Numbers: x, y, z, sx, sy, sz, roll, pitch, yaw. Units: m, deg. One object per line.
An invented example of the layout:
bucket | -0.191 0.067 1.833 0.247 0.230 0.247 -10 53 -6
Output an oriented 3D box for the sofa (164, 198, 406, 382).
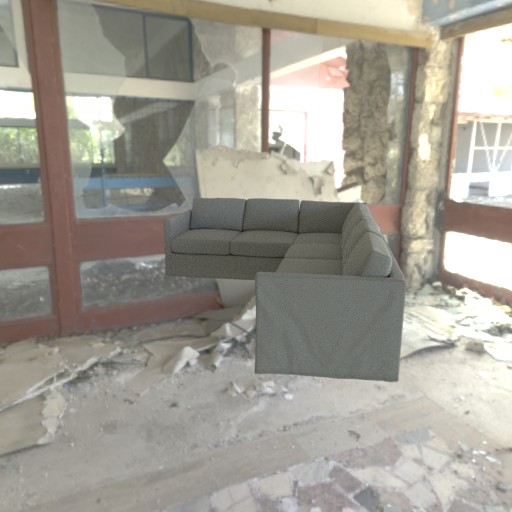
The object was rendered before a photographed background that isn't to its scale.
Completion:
sofa | 0.000 0.000 4.420 2.432 0.871 3.182 2 13 10
